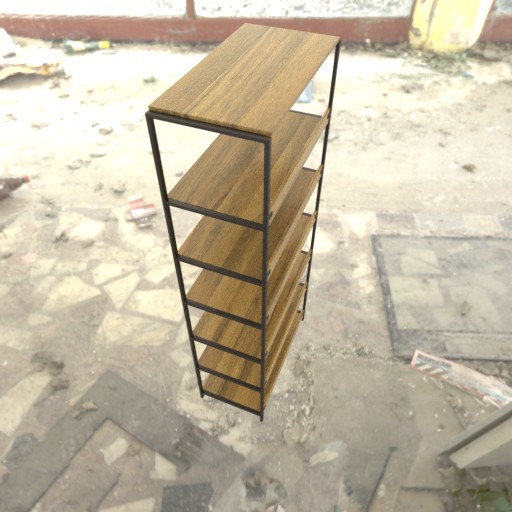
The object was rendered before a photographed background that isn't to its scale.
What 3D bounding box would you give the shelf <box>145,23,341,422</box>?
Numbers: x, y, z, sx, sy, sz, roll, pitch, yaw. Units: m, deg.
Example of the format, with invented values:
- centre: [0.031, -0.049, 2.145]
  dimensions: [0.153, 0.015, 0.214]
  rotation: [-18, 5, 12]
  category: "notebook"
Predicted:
- centre: [0.000, 0.000, 2.361]
  dimensions: [0.431, 2.015, 0.847]
  rotation: [16, 49, 15]
  category: "shelf"
